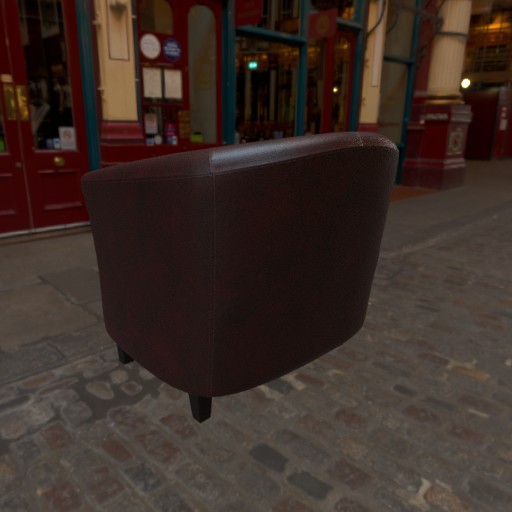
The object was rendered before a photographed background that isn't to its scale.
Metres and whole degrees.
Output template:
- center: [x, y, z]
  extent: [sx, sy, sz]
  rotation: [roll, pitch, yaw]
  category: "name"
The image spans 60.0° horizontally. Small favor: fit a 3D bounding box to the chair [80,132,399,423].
- center: [0.000, 0.000, 1.386]
  extent: [0.792, 0.756, 0.727]
  rotation: [-15, 22, -41]
  category: "chair"
